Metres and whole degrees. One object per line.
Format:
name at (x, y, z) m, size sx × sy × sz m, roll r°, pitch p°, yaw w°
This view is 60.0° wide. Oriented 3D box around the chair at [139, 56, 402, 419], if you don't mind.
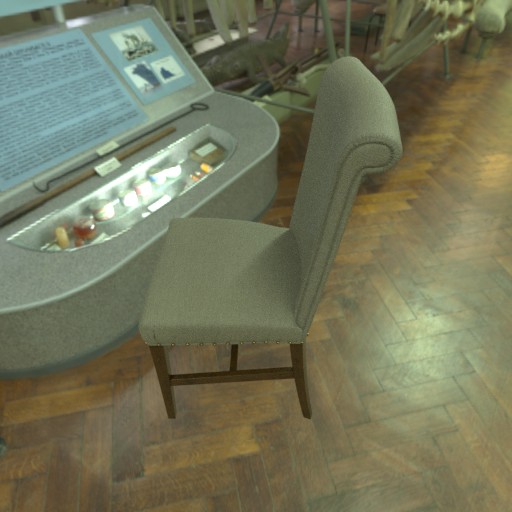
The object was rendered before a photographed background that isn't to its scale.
chair at (0.000, 0.000, 1.308) m, size 0.608 × 0.988 × 0.513 m, roll 1°, pitch 40°, yaw 1°
